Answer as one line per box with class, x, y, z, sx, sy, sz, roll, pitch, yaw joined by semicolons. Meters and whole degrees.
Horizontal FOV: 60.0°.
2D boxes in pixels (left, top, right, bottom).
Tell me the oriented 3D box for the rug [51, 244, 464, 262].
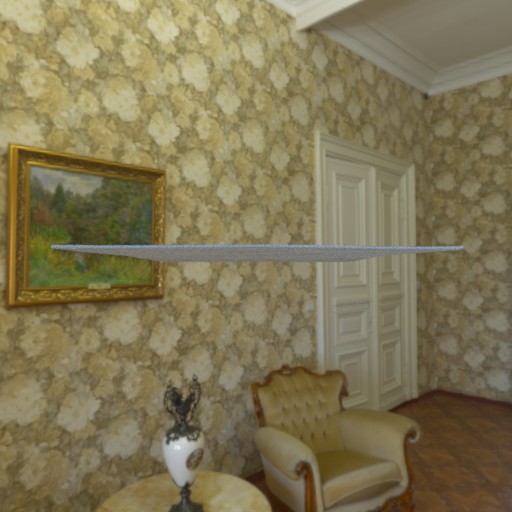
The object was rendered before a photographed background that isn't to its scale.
rug;0.000;0.000;4.240;2.461;0.046;3.237;0;-2;-1
